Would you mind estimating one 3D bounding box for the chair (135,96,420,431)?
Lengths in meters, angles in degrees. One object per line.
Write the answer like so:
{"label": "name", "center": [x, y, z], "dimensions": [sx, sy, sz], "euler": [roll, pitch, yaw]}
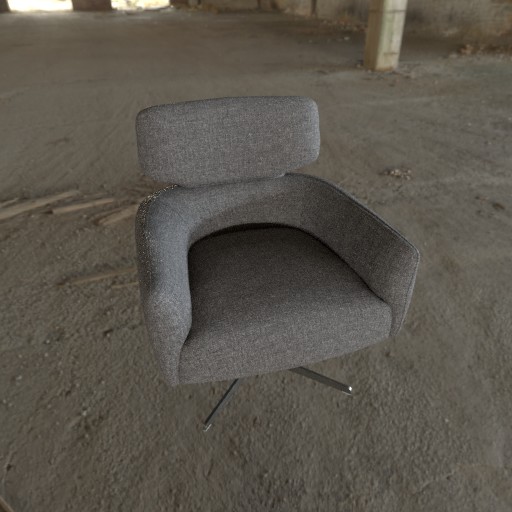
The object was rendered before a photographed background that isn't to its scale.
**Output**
{"label": "chair", "center": [0.000, 0.000, 1.361], "dimensions": [0.706, 0.812, 0.715], "euler": [-9, 33, -14]}
